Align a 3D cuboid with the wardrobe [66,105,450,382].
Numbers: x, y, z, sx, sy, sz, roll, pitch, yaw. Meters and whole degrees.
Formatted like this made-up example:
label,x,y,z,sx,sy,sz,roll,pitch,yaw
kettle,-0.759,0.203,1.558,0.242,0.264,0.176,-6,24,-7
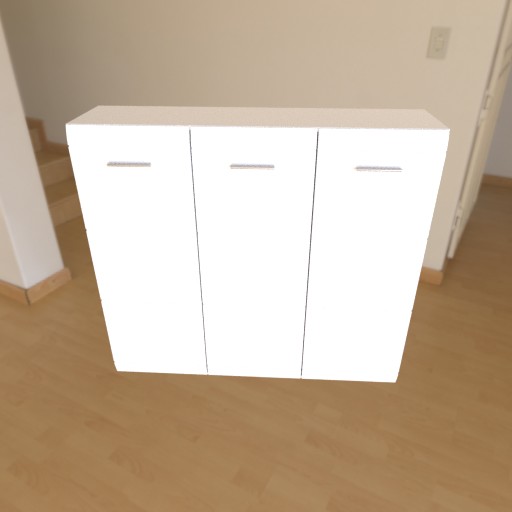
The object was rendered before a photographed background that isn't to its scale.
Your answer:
label,x,y,z,sx,sy,sz,roll,pitch,yaw
wardrobe,0.000,0.000,1.963,1.340,1.200,0.360,2,30,3
